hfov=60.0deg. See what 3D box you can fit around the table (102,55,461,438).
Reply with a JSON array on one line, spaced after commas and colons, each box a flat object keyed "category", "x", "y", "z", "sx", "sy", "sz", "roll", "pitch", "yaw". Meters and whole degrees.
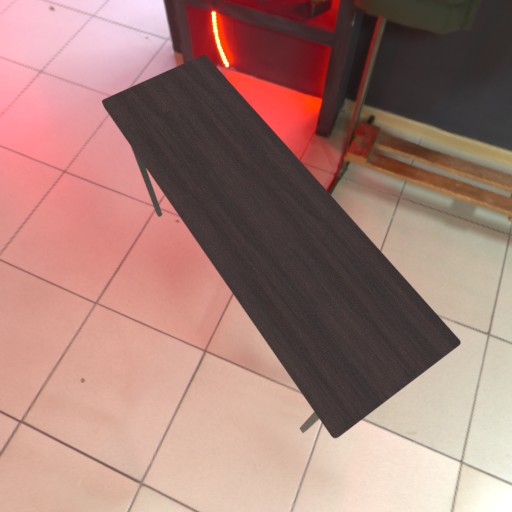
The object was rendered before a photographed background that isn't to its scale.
[{"category": "table", "x": 0.000, "y": 0.000, "z": 1.774, "sx": 0.449, "sy": 0.750, "sz": 1.399, "roll": -31, "pitch": 68, "yaw": -14}]
